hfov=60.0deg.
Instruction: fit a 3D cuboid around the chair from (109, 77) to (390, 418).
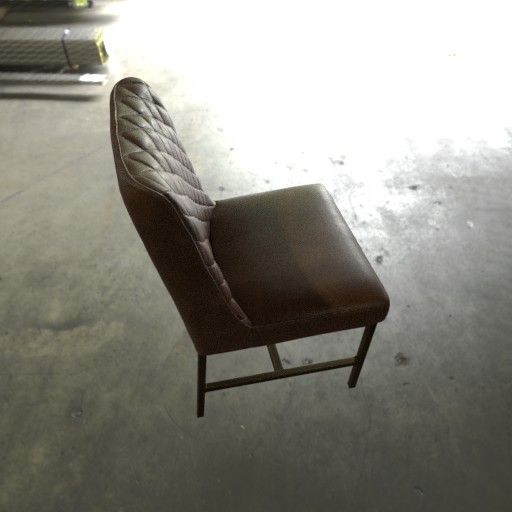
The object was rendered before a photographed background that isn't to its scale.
[{"bbox_3d":[0.000,0.000,1.223,0.587,0.889,0.508,-10,48,-10],"label":"chair"}]
